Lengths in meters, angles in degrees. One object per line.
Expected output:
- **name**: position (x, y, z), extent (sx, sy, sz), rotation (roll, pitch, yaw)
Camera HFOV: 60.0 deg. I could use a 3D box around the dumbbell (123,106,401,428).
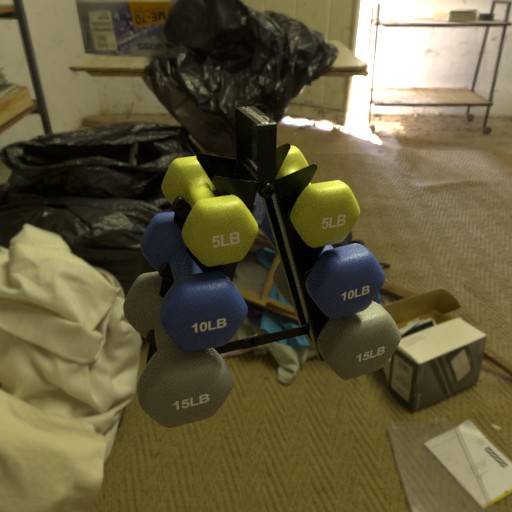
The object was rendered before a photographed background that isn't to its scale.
- **dumbbell**: position (0.000, 0.000, 0.676), extent (0.416, 0.426, 0.261), rotation (-10, 33, -16)
